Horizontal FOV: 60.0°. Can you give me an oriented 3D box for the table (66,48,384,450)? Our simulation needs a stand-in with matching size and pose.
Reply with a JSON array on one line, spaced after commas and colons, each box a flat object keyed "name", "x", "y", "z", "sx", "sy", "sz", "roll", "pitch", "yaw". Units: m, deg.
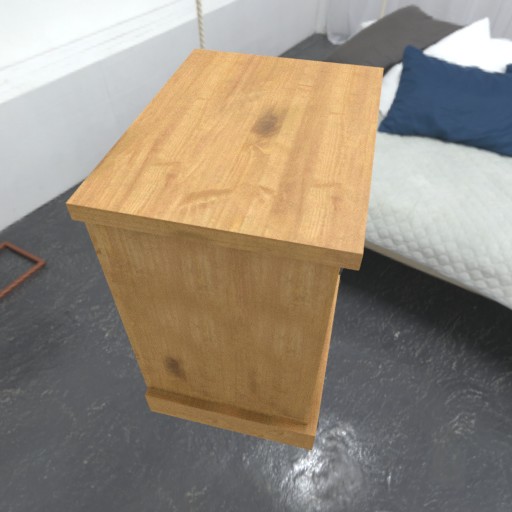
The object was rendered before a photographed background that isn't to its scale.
[{"name": "table", "x": 0.000, "y": 0.000, "z": 1.221, "sx": 0.500, "sy": 0.813, "sz": 0.660, "roll": 10, "pitch": 48, "yaw": 9}]
